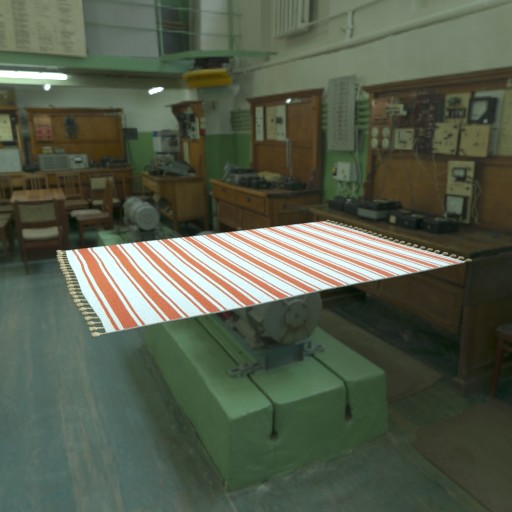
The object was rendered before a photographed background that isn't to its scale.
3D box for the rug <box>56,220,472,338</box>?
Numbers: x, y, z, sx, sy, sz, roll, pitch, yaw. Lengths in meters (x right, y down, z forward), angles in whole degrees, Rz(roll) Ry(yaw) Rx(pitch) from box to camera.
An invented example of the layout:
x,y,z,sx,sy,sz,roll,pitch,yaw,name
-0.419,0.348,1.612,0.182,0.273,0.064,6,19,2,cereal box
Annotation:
x,y,z,sx,sy,sz,roll,pitch,yaw,name
0.000,0.000,3.045,2.433,0.022,1.556,-8,18,-27,rug
